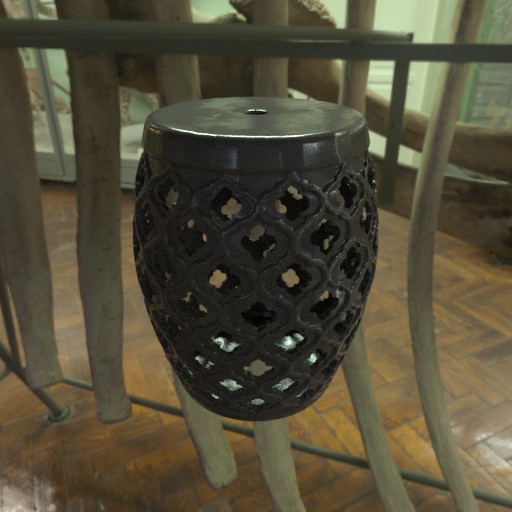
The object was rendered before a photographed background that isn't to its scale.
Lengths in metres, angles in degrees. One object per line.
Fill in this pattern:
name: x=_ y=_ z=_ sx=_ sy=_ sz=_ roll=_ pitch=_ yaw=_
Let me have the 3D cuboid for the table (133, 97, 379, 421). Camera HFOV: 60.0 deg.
table: x=0.000 y=0.000 z=0.619 sx=0.325 sy=0.388 sz=0.325 roll=0 pitch=28 yaw=0
